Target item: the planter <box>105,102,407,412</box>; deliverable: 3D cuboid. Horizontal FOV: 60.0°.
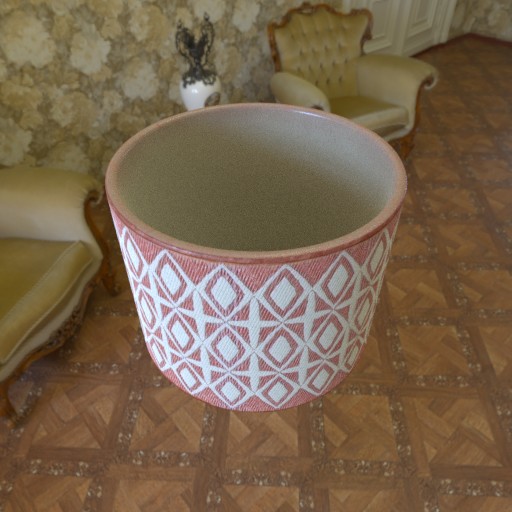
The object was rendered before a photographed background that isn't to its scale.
[{"bbox_3d":[0.000,0.000,0.490,0.273,0.237,0.273,0,41,0],"label":"planter"}]
